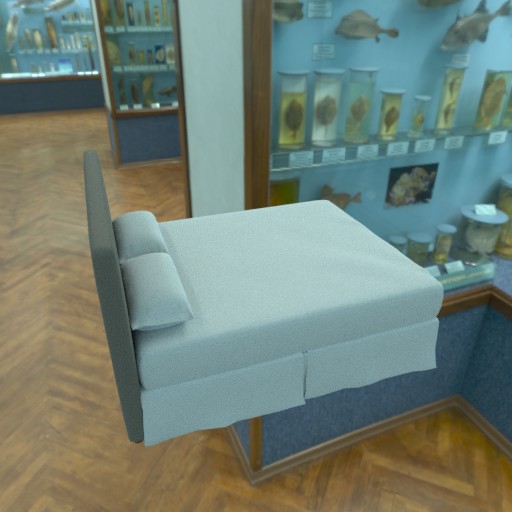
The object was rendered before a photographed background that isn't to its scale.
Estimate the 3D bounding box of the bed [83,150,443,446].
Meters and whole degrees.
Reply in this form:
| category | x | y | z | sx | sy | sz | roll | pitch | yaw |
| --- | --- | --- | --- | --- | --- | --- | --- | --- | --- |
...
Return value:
| category | x | y | z | sx | sy | sz | roll | pitch | yaw |
| --- | --- | --- | --- | --- | --- | --- | --- | --- | --- |
| bed | 0.000 | 0.000 | 3.209 | 2.142 | 1.330 | 1.748 | -10 | 30 | -17 |
